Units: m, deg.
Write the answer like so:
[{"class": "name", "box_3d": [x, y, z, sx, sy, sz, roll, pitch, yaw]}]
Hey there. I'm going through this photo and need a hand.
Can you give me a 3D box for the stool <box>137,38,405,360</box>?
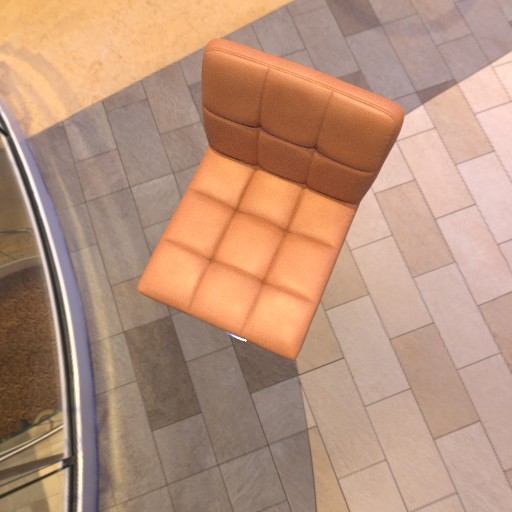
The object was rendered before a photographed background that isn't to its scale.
[{"class": "stool", "box_3d": [0.000, 0.000, 1.319, 0.430, 1.115, 0.505, 23, 76, 6]}]
